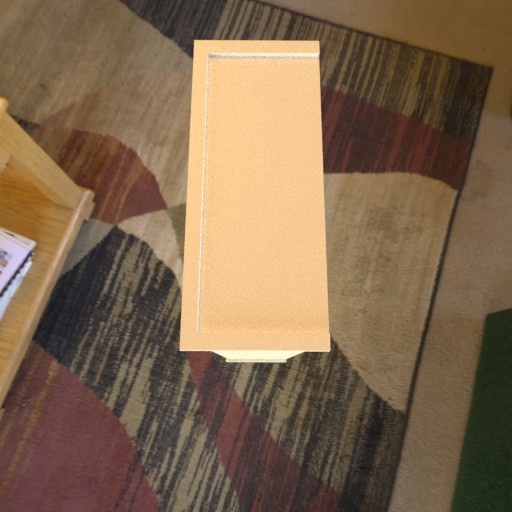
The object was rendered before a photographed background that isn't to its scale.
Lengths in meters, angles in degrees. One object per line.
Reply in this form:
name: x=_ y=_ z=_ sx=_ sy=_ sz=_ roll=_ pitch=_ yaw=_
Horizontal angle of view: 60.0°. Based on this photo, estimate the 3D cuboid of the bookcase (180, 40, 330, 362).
bookcase: x=0.000 y=0.000 z=2.307 sx=0.432 sy=1.880 sz=1.050 roll=0 pitch=75 yaw=0
